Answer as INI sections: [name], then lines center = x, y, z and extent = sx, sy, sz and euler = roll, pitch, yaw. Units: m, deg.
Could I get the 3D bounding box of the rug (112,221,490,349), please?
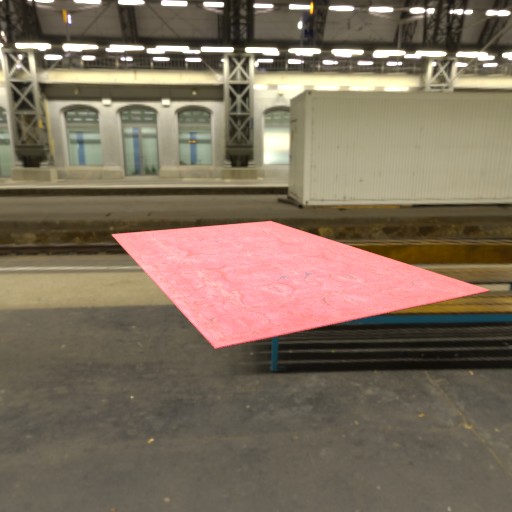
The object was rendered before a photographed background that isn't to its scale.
[rug]
center = 0.000, 0.000, 3.035
extent = 1.534, 0.010, 2.423
euler = -7, 16, -25
